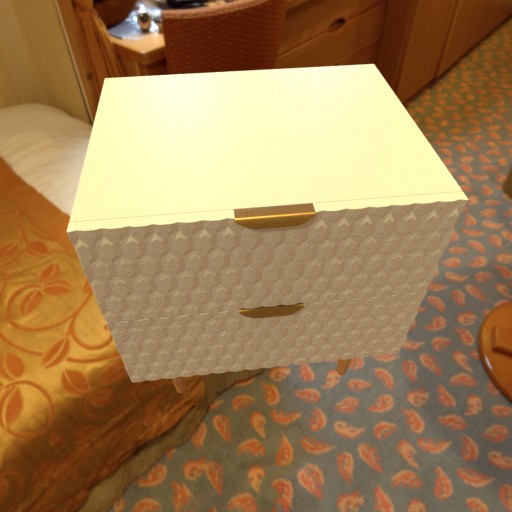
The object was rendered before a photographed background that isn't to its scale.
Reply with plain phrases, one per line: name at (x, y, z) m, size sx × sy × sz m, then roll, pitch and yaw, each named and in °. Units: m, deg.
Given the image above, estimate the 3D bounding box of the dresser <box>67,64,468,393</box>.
dresser at (0.000, 0.000, 0.890) m, size 0.503 × 0.568 × 0.414 m, roll -5°, pitch 47°, yaw -5°
